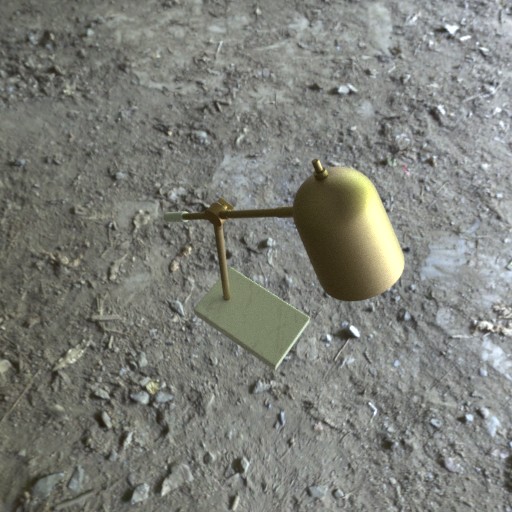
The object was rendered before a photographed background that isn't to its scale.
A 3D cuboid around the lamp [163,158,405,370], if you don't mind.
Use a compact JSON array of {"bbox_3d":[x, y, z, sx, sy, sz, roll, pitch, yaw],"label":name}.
[{"bbox_3d":[0.000,0.000,0.808,0.471,0.603,0.144,32,64,18],"label":"lamp"}]
